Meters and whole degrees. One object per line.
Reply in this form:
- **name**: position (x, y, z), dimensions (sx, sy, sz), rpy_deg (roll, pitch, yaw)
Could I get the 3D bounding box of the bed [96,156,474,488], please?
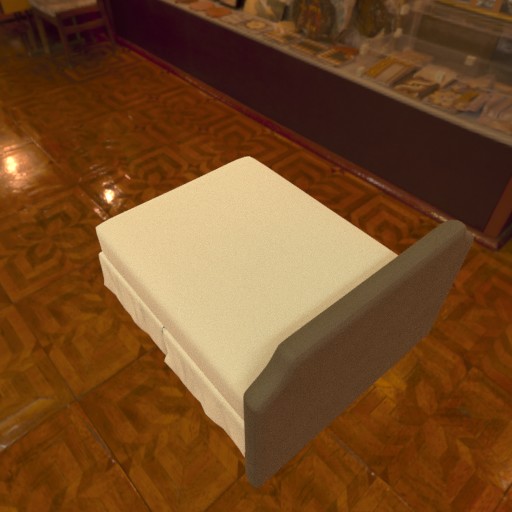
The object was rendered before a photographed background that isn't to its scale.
- **bed**: position (0.000, 0.000, 3.275), dimensions (1.831, 1.297, 2.181), rpy_deg (-31, 53, -27)
